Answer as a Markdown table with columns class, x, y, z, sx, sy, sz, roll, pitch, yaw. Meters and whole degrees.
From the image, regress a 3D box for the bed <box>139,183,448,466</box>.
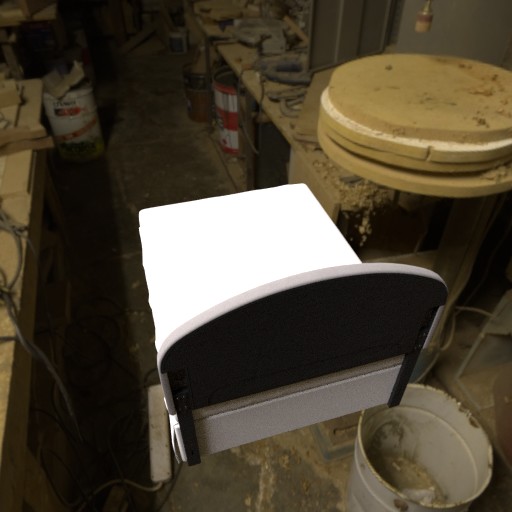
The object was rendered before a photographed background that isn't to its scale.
| class | x | y | z | sx | sy | sz | roll | pitch | yaw |
| --- | --- | --- | --- | --- | --- | --- | --- | --- | --- |
| bed | 0.000 | 0.000 | 3.117 | 1.607 | 1.410 | 2.005 | -11 | 42 | -12 |
